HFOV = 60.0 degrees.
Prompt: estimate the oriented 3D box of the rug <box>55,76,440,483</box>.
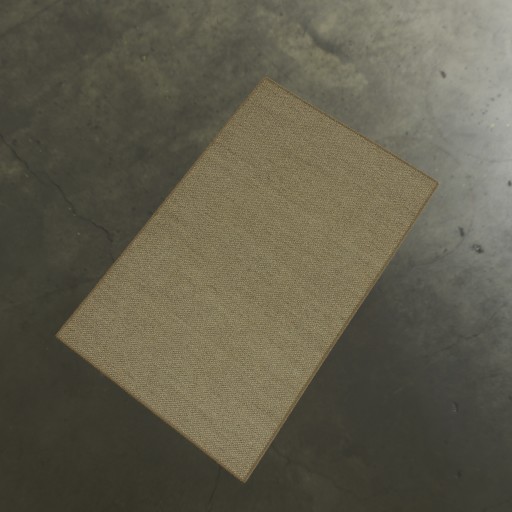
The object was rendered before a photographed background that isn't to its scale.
[{"bbox_3d":[0.000,0.000,2.101,1.062,0.013,1.667,34,78,8],"label":"rug"}]
